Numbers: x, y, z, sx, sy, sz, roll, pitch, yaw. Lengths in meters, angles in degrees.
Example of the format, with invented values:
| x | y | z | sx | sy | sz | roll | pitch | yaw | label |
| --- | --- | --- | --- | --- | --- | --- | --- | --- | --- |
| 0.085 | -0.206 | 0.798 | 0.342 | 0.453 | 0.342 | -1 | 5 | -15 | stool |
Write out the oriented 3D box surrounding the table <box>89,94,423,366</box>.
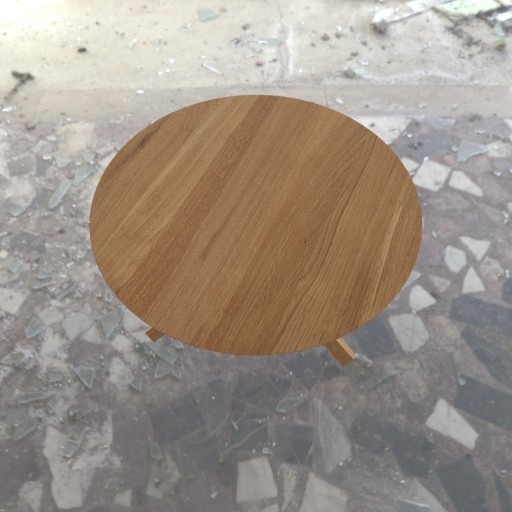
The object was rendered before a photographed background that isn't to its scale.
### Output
| x | y | z | sx | sy | sz | roll | pitch | yaw | label |
| --- | --- | --- | --- | --- | --- | --- | --- | --- | --- |
| 0.000 | 0.000 | 1.687 | 1.038 | 0.666 | 1.038 | 0 | 57 | 0 | table |
